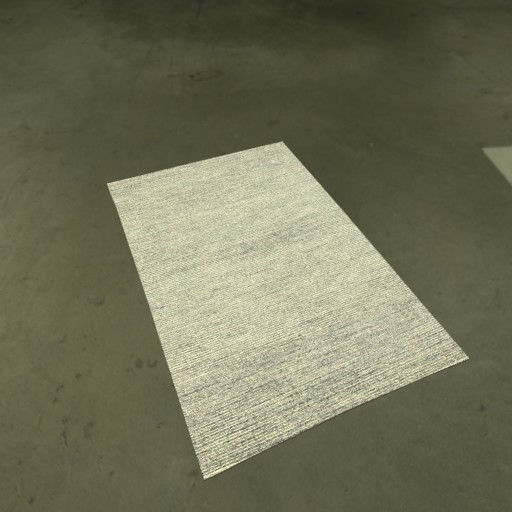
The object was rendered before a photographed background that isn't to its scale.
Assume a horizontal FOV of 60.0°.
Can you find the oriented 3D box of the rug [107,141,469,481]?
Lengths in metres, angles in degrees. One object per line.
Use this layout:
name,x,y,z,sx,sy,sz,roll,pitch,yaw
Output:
rug,0.000,0.000,2.227,1.159,0.021,1.789,-17,49,-16
